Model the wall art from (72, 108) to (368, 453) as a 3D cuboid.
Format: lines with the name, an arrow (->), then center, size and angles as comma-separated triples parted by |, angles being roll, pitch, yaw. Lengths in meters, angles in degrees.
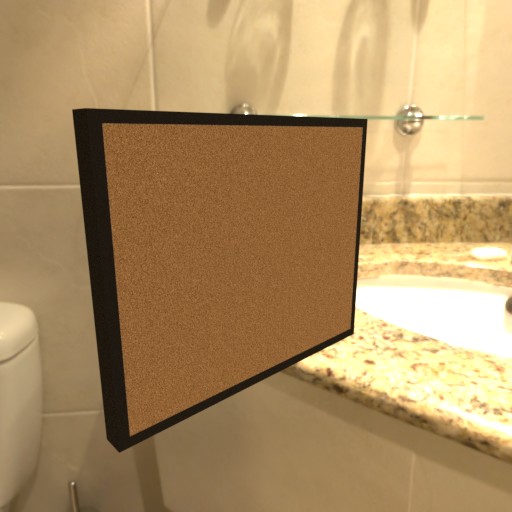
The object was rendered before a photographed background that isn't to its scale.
wall art -> 0.000, 0.000, 0.537 | 0.397, 0.325, 0.028 | -14, 21, -41
